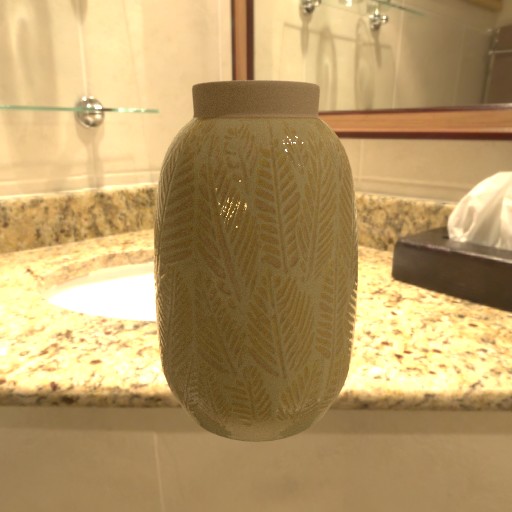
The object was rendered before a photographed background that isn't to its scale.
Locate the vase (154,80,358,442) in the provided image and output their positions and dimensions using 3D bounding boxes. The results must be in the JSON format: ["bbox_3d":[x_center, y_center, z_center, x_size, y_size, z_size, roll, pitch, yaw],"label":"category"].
[{"bbox_3d":[0.000,0.000,0.376,0.172,0.270,0.172,0,16,0],"label":"vase"}]
